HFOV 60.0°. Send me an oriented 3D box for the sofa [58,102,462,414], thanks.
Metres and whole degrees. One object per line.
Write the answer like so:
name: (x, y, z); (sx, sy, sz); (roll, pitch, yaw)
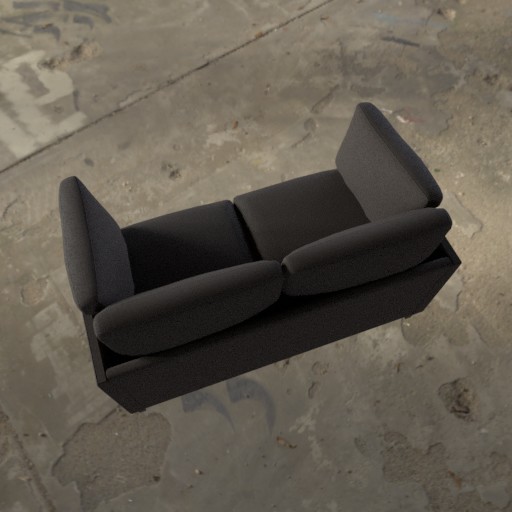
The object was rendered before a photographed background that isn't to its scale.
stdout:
sofa: (0.000, 0.000, 2.343); (1.751, 0.920, 0.969); (-17, 61, -10)
